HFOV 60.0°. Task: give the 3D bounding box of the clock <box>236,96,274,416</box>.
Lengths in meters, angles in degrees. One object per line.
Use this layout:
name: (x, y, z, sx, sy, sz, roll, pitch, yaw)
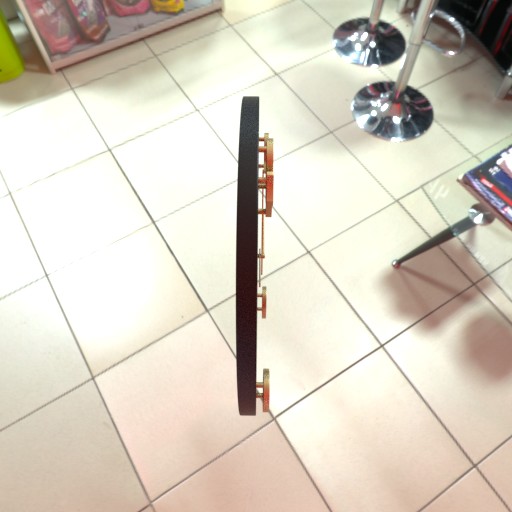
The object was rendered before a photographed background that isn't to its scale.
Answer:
clock: (0.000, 0.000, 0.669, 0.038, 0.454, 0.454, 1, 62, 0)
